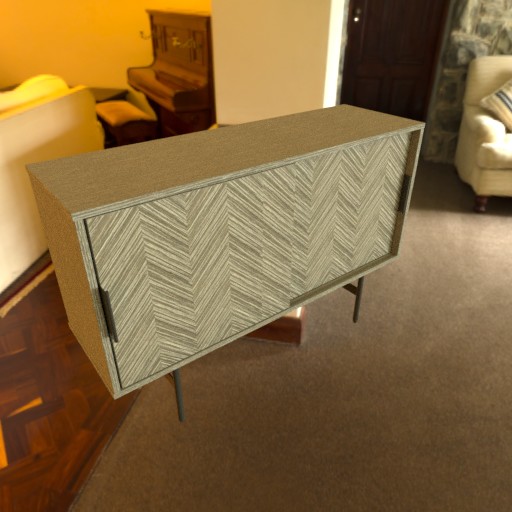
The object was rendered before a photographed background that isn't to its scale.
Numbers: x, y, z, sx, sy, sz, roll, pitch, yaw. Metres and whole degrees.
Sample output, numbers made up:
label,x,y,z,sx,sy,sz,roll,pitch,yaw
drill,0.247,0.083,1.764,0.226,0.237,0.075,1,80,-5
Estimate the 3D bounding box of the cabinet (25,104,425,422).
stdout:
label,x,y,z,sx,sy,sz,roll,pitch,yaw
cabinet,0.000,0.000,1.517,1.194,0.787,0.405,-21,37,-31
